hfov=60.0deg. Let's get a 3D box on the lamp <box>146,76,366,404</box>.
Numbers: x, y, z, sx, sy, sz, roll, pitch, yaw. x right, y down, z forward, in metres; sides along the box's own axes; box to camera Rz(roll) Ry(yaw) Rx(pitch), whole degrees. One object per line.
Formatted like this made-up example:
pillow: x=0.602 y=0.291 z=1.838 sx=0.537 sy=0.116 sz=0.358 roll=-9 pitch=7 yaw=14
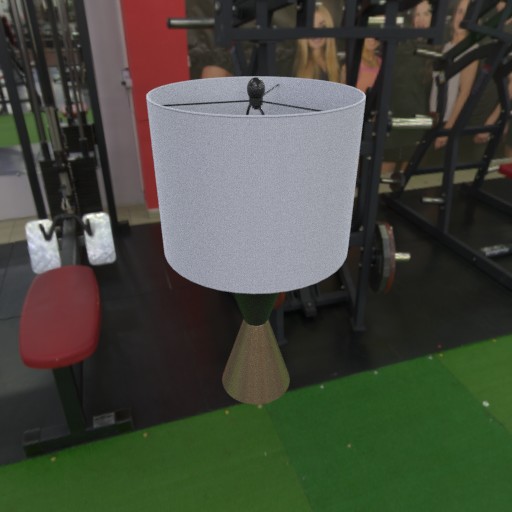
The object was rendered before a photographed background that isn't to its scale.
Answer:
lamp: x=0.000 y=0.000 z=0.760 sx=0.304 sy=0.573 sz=0.304 roll=-8 pitch=31 yaw=-14
